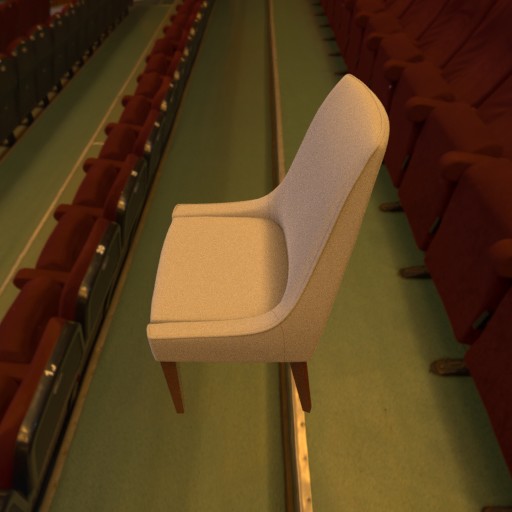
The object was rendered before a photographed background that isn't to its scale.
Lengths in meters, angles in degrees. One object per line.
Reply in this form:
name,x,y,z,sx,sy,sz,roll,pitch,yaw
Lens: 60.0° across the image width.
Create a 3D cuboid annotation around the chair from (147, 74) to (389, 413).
chair,0.000,0.000,1.210,0.544,0.861,0.529,0,42,0
